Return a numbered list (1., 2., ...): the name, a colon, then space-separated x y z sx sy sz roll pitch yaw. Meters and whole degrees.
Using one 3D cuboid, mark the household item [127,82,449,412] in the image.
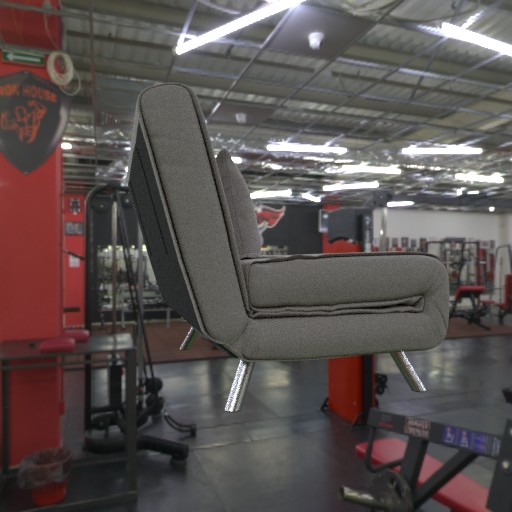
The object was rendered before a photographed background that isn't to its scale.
1. household item: 0.000 0.000 1.592 0.874 0.800 1.000 0 -1 -18
